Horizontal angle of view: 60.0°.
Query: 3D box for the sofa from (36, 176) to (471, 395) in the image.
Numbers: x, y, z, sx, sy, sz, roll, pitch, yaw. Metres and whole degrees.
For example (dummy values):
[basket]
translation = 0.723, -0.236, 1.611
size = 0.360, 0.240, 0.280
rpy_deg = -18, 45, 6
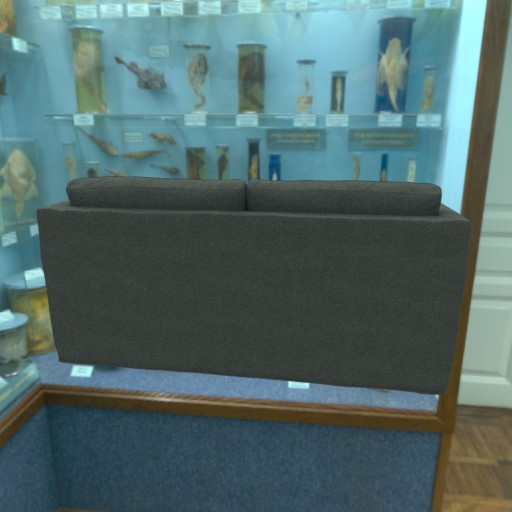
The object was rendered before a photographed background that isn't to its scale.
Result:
[sofa]
translation = 0.000, 0.000, 2.289
size = 1.802, 0.854, 0.974
rpy_deg = 2, 16, 9
